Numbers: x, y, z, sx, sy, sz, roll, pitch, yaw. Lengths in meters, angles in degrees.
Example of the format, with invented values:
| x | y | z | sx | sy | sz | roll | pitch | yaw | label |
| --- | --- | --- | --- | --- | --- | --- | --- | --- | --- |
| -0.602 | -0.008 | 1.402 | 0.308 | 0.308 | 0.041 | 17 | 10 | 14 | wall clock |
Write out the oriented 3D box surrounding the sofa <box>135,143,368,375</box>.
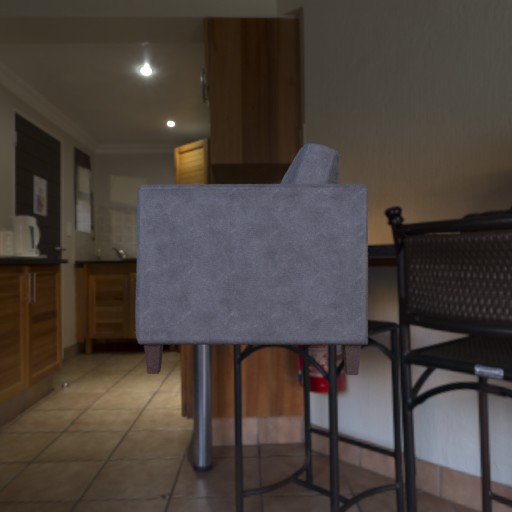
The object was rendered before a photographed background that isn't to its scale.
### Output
| x | y | z | sx | sy | sz | roll | pitch | yaw | label |
| --- | --- | --- | --- | --- | --- | --- | --- | --- | --- |
| 0.000 | 0.000 | 2.943 | 0.951 | 0.965 | 2.434 | 0 | 0 | 1 | sofa |
